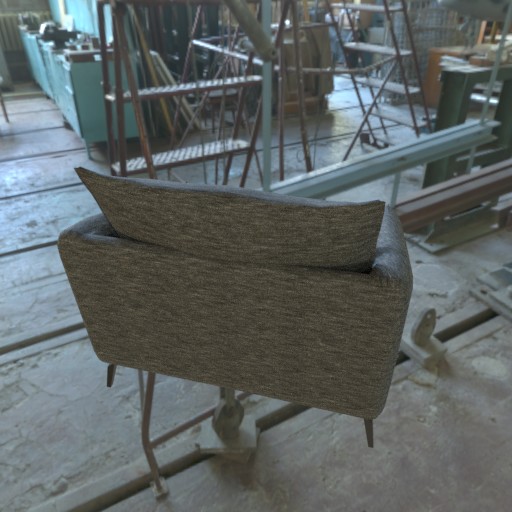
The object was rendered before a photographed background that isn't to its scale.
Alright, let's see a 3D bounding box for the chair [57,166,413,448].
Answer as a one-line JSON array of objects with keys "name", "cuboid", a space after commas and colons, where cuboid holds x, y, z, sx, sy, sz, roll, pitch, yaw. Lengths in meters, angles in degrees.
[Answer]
[{"name": "chair", "cuboid": [0.000, 0.000, 1.553, 1.004, 0.842, 0.805, 8, 33, 13]}]
